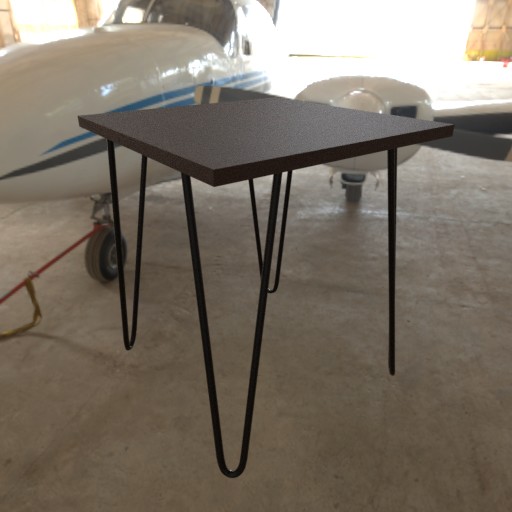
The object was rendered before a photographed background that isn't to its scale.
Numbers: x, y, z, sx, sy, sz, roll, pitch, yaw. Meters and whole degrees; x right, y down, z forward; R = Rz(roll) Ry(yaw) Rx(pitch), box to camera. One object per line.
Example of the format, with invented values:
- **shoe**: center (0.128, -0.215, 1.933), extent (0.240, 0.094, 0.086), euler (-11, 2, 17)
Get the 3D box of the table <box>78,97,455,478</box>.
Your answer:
- **table**: center (0.000, 0.000, 0.940), extent (0.495, 0.559, 0.495), euler (-18, 32, -33)
